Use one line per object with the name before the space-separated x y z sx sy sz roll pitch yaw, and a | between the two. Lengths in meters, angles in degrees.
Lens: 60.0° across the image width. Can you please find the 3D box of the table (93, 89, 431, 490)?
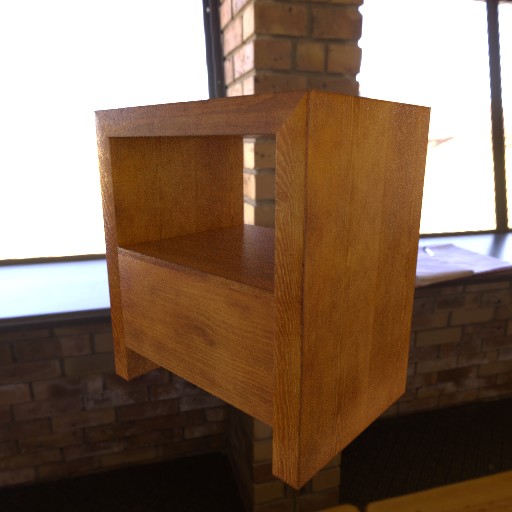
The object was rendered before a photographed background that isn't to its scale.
table | 0.000 0.000 0.957 0.550 0.605 0.400 13 19 41
